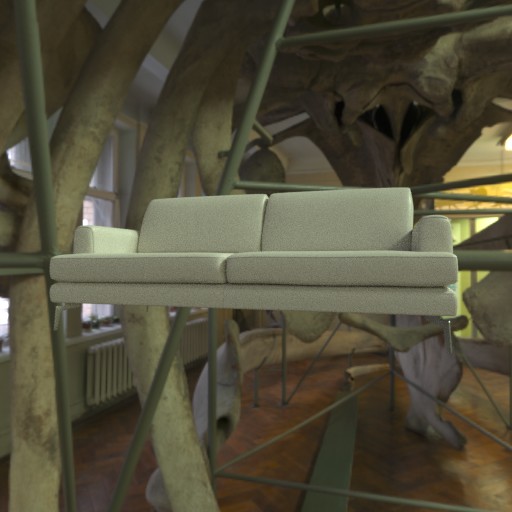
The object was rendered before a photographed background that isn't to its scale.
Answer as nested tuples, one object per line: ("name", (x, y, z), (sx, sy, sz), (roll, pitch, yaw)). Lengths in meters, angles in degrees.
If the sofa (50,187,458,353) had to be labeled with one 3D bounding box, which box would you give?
("sofa", (0.000, 0.000, 2.434), (1.940, 0.765, 0.974), (0, -1, 18))
